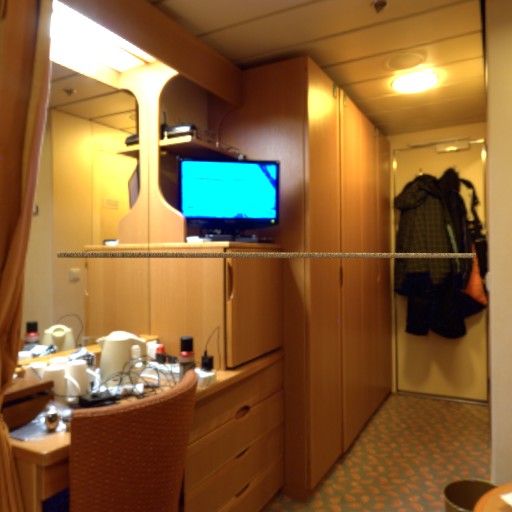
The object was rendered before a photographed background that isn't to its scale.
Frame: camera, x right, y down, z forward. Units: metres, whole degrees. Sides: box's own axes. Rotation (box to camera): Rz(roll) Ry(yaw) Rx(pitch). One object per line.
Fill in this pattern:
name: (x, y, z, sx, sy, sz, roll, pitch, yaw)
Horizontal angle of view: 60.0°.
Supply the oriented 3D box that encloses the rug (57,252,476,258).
rug: (0.000, 0.000, 3.018, 2.349, 0.025, 1.500, 0, 0, -18)
